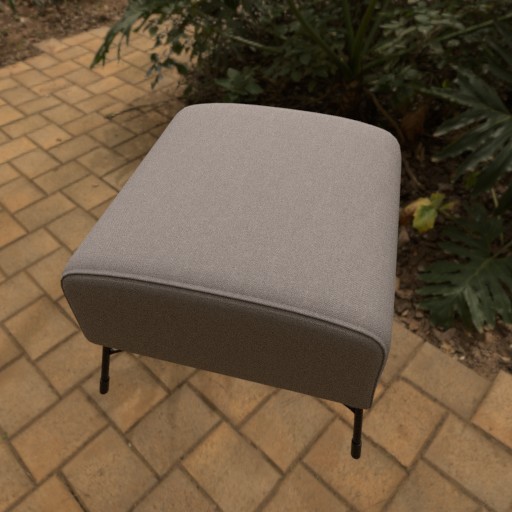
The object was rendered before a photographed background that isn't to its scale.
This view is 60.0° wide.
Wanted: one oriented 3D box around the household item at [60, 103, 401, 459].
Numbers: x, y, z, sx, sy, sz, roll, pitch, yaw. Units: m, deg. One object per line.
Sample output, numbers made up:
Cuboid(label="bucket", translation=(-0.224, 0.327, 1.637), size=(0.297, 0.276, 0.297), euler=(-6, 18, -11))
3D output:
Cuboid(label="household item", translation=(0.000, 0.000, 0.884), size=(0.530, 0.410, 0.530), euler=(11, 48, 10))
